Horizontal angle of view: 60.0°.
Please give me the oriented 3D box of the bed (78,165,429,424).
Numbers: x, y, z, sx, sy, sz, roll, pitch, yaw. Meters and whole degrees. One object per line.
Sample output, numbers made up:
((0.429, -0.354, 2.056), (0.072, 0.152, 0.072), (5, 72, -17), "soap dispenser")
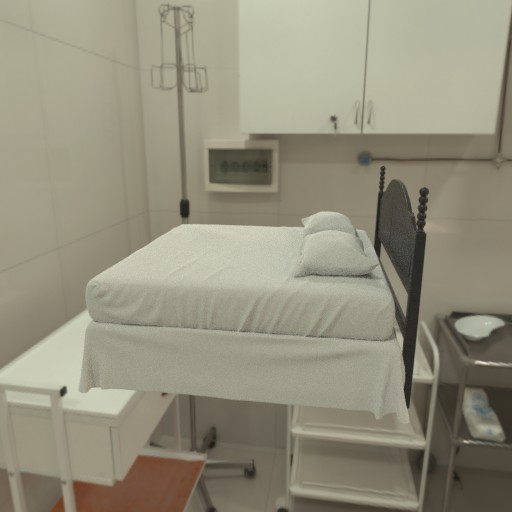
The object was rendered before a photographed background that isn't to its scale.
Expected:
((0.000, 0.000, 3.622), (2.219, 1.355, 2.322), (2, 15, 9), "bed")
